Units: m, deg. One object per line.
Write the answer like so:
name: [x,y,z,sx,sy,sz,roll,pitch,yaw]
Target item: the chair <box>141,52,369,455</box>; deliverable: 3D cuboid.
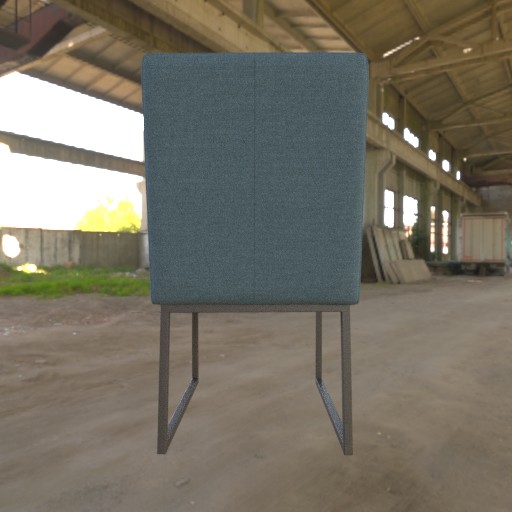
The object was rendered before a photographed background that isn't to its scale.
chair: [0.000,0.000,1.293,0.520,0.930,0.634,0,1,1]
